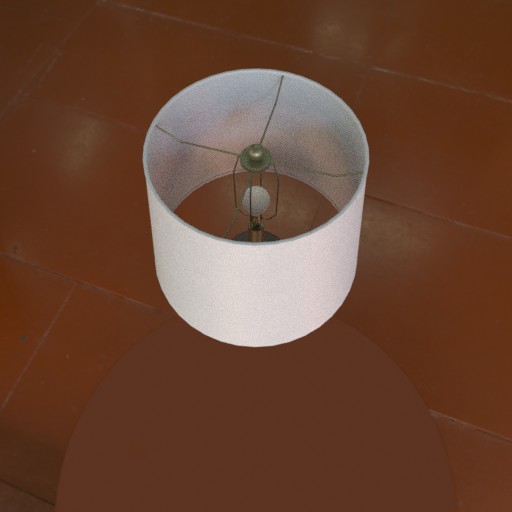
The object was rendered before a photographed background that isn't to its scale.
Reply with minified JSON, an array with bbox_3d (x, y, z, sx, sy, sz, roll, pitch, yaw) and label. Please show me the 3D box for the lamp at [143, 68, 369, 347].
[{"bbox_3d":[0.000,0.000,0.547,0.239,0.399,0.239,0,63,0],"label":"lamp"}]
